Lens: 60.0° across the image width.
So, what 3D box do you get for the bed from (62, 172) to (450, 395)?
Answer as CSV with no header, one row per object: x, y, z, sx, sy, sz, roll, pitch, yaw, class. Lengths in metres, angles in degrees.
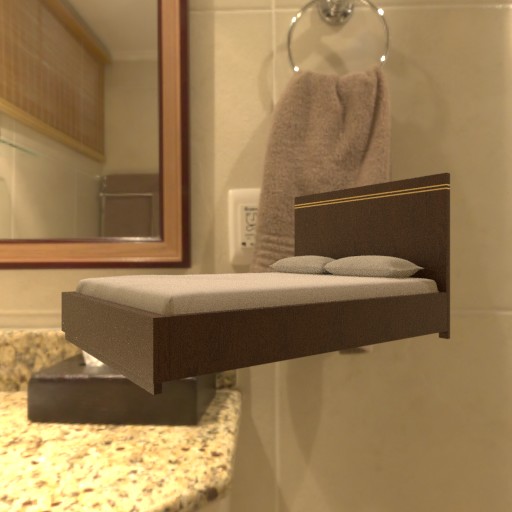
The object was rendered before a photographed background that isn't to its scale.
0.000,0.000,3.130,2.221,1.169,1.613,0,0,-36,bed
